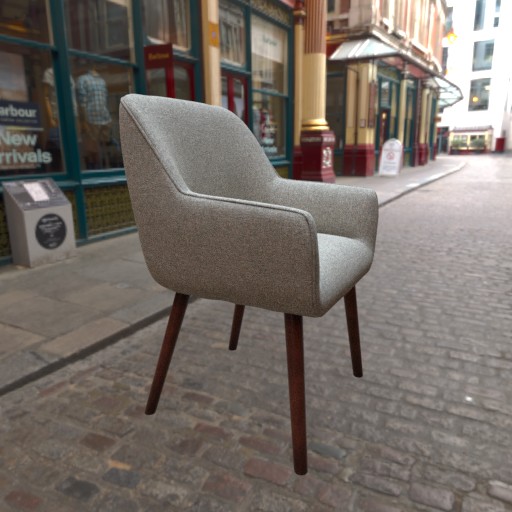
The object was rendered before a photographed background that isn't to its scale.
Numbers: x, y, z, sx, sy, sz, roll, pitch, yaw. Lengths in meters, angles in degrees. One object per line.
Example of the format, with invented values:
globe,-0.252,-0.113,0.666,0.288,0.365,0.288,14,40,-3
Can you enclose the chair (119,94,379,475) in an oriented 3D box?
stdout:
chair,0.000,0.000,1.170,0.519,0.803,0.543,7,15,27
